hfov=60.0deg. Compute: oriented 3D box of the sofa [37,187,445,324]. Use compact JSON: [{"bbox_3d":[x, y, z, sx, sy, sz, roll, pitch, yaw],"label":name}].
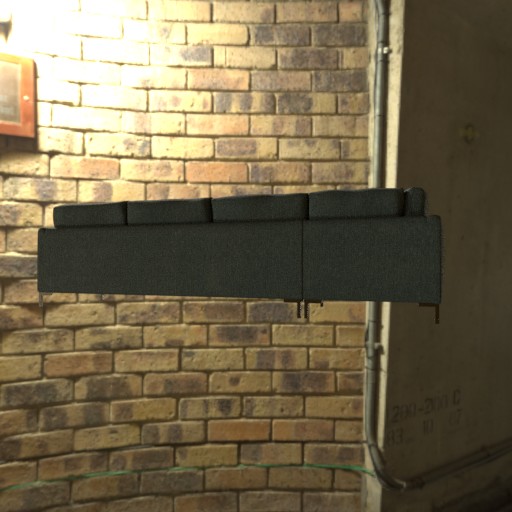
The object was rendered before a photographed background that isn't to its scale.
[{"bbox_3d":[0.000,0.000,3.892,2.949,0.815,2.007,0,-1,19],"label":"sofa"}]
